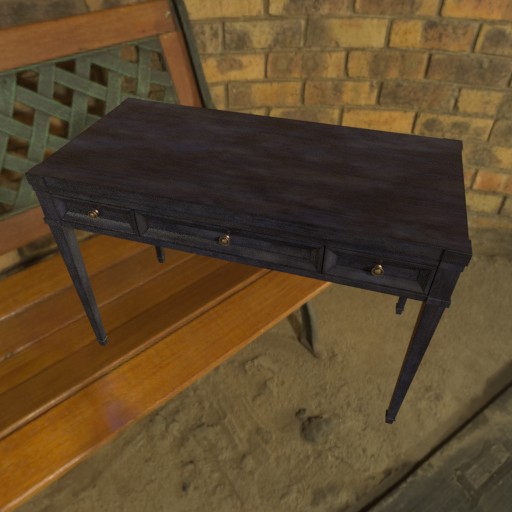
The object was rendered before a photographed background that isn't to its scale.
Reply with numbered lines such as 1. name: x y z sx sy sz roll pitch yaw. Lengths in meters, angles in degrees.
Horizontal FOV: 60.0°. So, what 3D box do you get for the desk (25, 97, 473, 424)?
1. desk: 0.000 0.000 1.720 1.289 0.861 0.630 11 42 13
